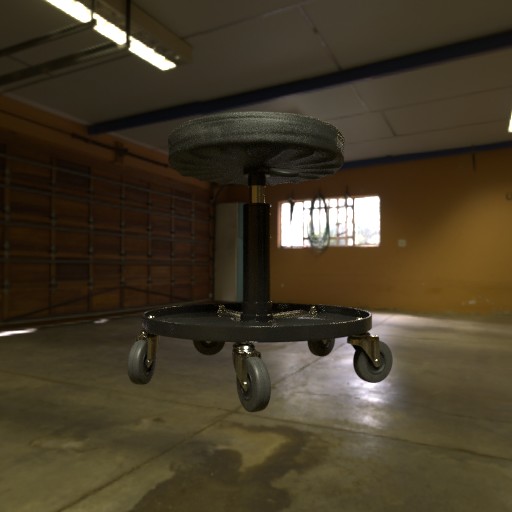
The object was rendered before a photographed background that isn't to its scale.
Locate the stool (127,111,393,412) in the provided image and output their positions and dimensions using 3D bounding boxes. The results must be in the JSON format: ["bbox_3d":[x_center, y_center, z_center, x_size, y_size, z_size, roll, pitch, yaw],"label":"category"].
[{"bbox_3d":[0.000,0.000,0.684,0.381,0.365,0.382,0,-2,-18],"label":"stool"}]
